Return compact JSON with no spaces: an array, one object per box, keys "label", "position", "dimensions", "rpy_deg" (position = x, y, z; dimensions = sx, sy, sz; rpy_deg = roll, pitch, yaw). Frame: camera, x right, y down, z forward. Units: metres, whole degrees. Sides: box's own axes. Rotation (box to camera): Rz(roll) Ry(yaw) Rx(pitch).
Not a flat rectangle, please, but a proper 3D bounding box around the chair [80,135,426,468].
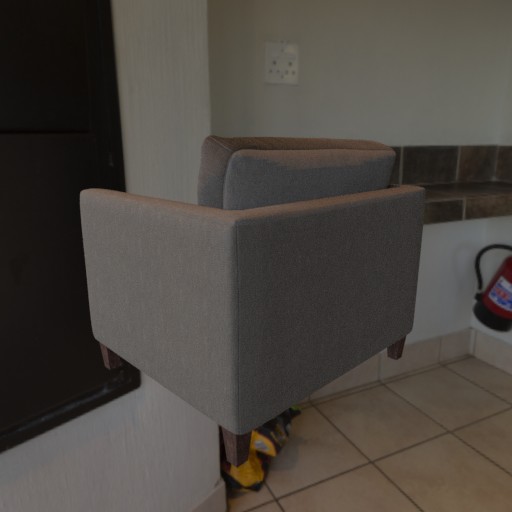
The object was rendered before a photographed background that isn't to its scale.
[{"label":"chair","position":[0.000,0.000,1.850],"dimensions":[1.107,0.963,0.959],"rpy_deg":[-14,20,-43]}]
